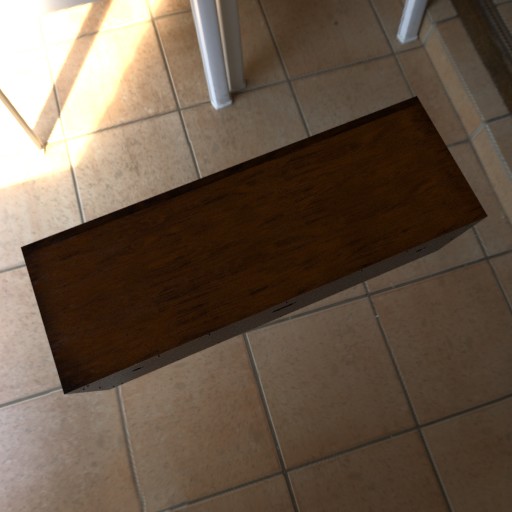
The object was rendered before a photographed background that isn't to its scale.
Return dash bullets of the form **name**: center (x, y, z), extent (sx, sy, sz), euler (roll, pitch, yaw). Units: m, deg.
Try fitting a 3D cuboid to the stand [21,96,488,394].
- **stand**: center (0.000, 0.000, 1.667), extent (1.372, 0.610, 0.481), euler (-22, 76, -6)
